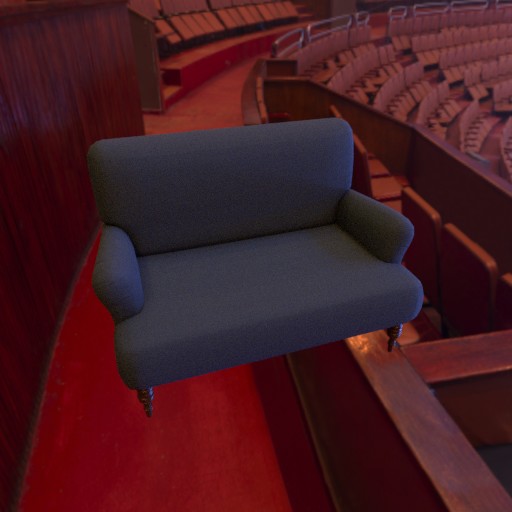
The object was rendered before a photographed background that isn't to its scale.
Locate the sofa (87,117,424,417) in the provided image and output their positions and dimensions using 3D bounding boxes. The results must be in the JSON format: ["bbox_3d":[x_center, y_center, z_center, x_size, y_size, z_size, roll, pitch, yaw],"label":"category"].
[{"bbox_3d":[0.000,0.000,1.876,1.297,0.889,0.779,-10,33,-16],"label":"sofa"}]
